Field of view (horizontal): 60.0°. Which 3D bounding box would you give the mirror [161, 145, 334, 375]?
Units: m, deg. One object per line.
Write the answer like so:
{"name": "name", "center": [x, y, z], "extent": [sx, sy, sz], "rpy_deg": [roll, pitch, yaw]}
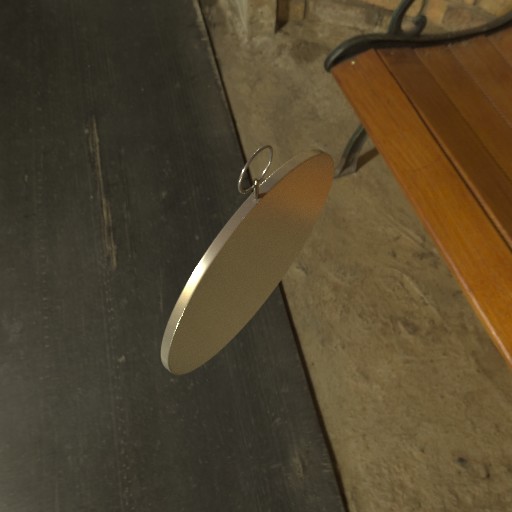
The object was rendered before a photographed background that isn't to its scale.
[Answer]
{"name": "mirror", "center": [0.000, 0.000, 0.968], "extent": [0.020, 0.713, 0.594], "rpy_deg": [35, 70, 15]}
